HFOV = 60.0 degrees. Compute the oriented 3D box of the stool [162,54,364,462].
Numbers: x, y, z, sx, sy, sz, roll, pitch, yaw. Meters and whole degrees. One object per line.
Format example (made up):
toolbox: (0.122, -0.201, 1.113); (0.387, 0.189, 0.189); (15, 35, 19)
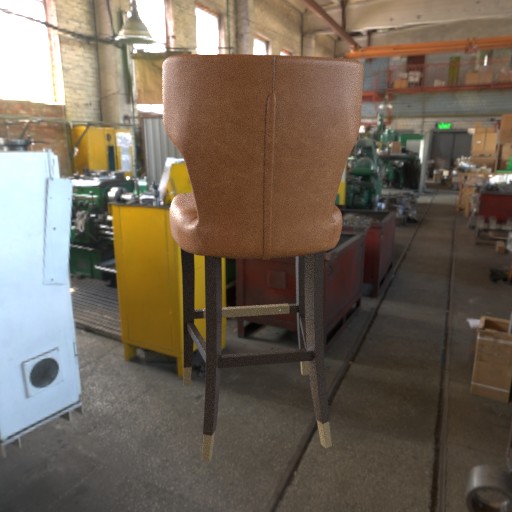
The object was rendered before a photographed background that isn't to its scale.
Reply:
stool: (0.000, 0.000, 1.386); (0.526, 1.092, 0.563); (-2, 14, -9)
